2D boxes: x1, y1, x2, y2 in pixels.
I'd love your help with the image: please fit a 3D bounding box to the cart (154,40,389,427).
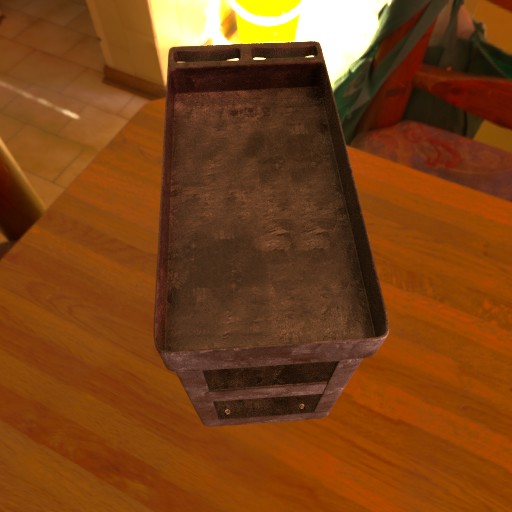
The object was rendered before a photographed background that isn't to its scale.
[{"bbox_3d":[0.000,0.000,1.341,0.420,0.824,0.877,-3,59,-2],"label":"cart"}]
